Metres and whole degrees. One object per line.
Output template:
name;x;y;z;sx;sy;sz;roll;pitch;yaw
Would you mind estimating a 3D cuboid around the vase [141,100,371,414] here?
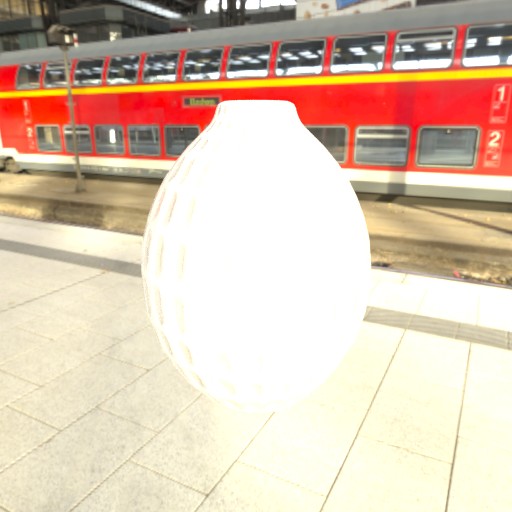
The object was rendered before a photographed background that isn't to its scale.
vase;0.000;0.000;0.253;0.128;0.167;0.128;0;17;0
